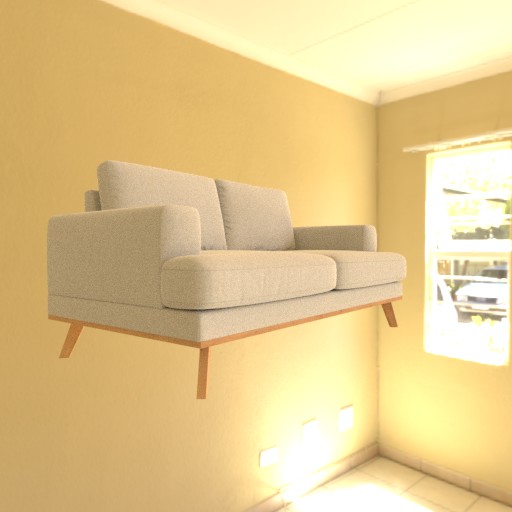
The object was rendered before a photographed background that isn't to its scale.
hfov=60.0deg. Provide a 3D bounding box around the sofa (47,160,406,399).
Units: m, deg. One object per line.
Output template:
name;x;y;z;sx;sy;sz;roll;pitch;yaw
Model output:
sofa;0.000;0.000;2.147;0.915;0.810;1.651;1;1;38
